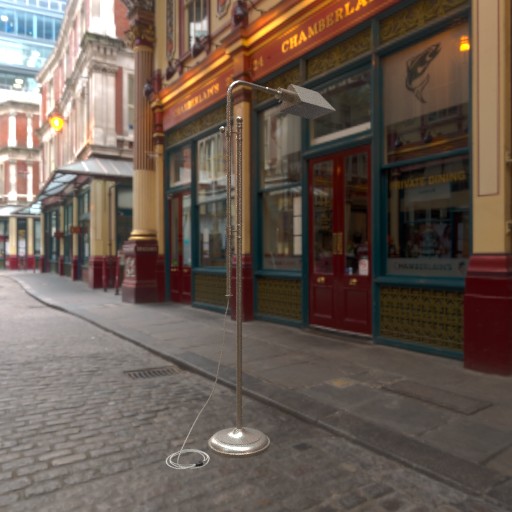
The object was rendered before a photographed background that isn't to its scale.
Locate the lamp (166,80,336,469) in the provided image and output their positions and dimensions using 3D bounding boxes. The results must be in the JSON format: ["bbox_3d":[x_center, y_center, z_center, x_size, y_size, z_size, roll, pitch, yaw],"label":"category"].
[{"bbox_3d":[0.000,0.000,1.903,0.813,1.571,0.256,0,-1,-36],"label":"lamp"}]
